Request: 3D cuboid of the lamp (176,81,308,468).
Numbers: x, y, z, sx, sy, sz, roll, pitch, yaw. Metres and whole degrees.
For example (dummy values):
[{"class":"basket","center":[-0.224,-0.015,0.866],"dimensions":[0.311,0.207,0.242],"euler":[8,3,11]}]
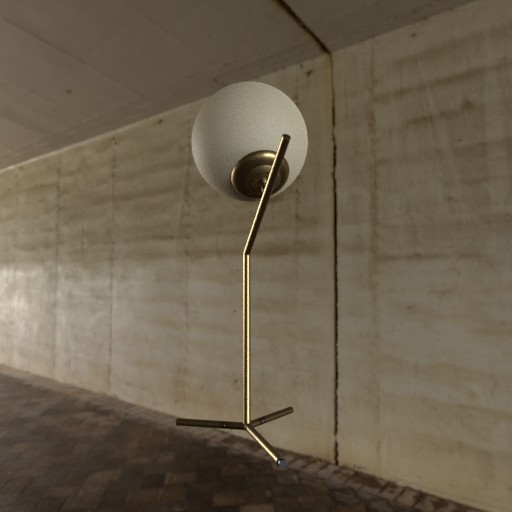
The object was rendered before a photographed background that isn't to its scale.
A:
[{"class":"lamp","center":[0.000,0.000,0.676],"dimensions":[0.210,0.552,0.251],"euler":[1,-3,-19]}]
